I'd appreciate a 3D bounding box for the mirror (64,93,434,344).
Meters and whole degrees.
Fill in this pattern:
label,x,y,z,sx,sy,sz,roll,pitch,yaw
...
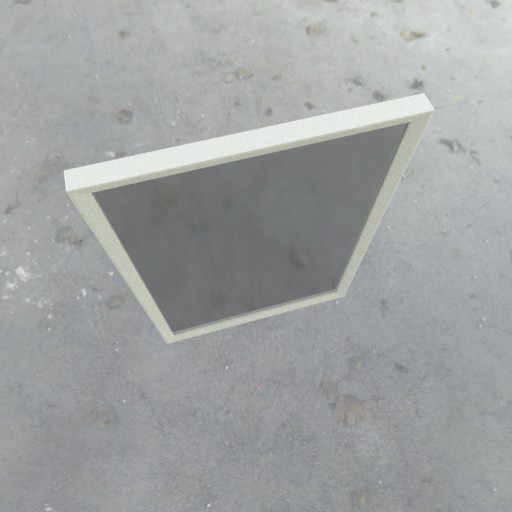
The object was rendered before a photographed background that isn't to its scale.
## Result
label,x,y,z,sx,sy,sz,roll,pitch,yaw
mirror,0.000,0.000,0.913,0.507,0.710,0.039,-14,64,-7
